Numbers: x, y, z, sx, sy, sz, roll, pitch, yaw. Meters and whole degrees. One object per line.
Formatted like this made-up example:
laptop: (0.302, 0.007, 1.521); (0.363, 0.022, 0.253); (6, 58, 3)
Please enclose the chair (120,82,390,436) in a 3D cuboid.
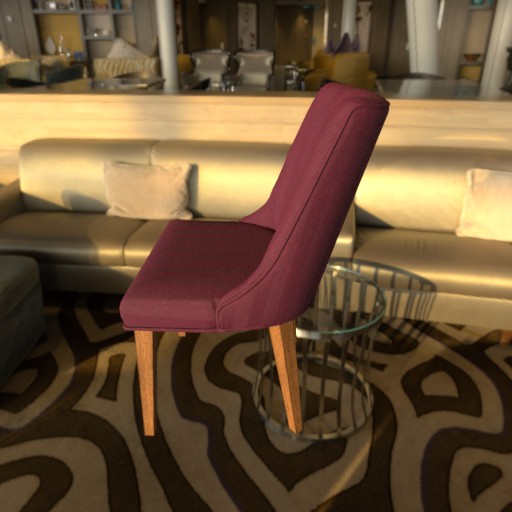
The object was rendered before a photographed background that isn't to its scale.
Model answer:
chair: (0.000, 0.000, 1.287); (0.638, 0.916, 0.548); (1, 26, 2)
